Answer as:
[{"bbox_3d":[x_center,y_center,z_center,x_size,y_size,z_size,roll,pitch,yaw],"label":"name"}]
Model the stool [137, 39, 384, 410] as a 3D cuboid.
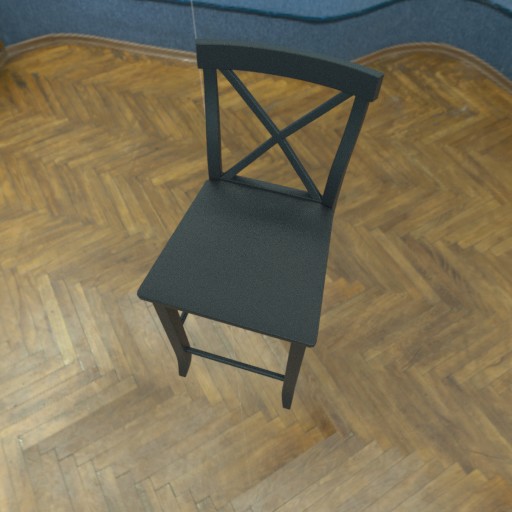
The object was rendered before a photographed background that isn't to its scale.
[{"bbox_3d":[0.000,0.000,1.303,0.452,0.989,0.559,14,59,9],"label":"stool"}]
